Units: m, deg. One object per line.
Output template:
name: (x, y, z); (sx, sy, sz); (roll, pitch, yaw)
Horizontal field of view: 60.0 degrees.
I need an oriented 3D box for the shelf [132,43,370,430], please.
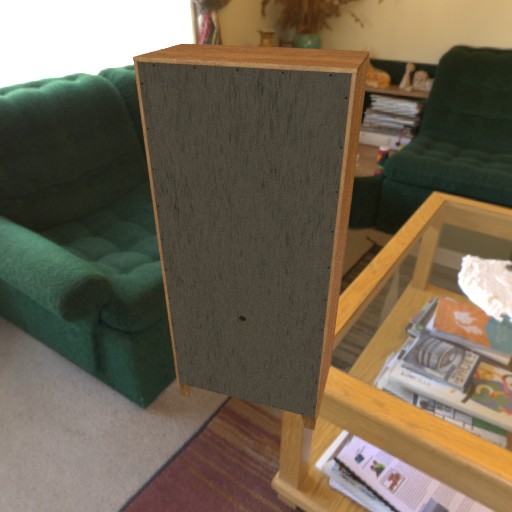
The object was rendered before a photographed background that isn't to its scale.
shelf: (0.000, 0.000, 2.303); (0.864, 1.930, 0.453); (10, 33, 15)
